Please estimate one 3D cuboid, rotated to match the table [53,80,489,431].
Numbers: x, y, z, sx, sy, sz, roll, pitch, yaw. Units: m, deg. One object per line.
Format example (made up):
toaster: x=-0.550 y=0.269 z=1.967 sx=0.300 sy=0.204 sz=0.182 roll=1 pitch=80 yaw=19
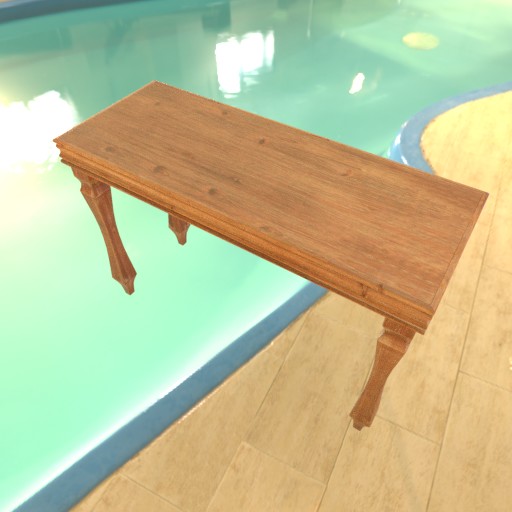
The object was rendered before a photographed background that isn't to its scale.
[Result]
table: x=0.000 y=0.000 z=1.743 sx=1.330 sy=0.873 sz=0.522 roll=26 pitch=52 yaw=22
